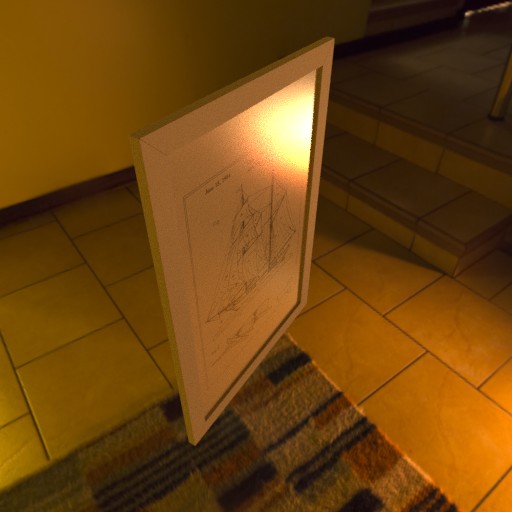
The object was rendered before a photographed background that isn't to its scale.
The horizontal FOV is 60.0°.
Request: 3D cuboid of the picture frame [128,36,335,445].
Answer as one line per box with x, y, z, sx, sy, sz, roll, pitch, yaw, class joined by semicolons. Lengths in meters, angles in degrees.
0.000;0.000;0.577;0.011;0.459;0.326;23;45;25;picture frame
